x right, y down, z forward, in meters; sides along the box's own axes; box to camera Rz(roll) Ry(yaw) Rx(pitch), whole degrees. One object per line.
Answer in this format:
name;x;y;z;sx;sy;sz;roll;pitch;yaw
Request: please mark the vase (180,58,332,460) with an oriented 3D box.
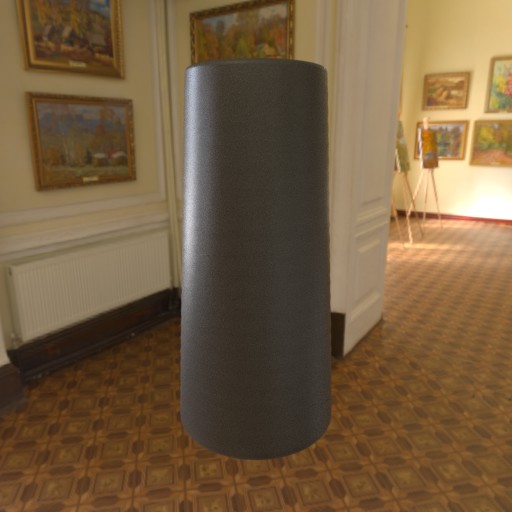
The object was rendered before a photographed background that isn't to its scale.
vase;0.000;0.000;0.369;0.136;0.289;0.136;-14;20;-41
